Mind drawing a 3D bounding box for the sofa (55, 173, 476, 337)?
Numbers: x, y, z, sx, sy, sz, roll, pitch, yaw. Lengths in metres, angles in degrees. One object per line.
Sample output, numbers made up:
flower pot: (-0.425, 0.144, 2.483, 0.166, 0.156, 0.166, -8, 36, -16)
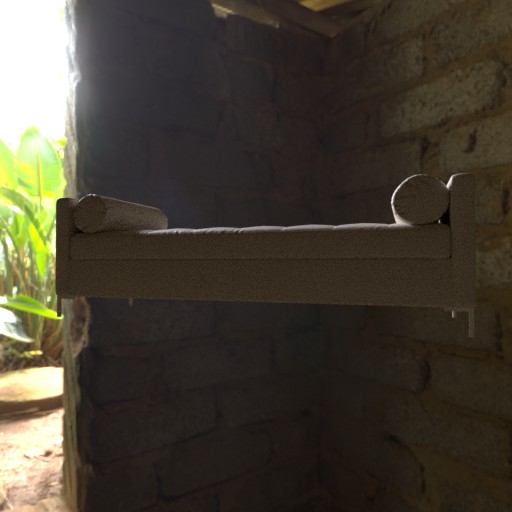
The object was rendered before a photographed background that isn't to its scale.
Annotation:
sofa: (0.000, 0.000, 2.305, 1.981, 0.635, 0.686, 0, -1, 19)
